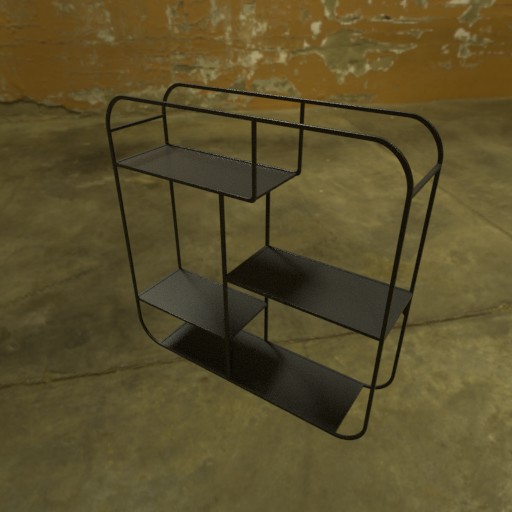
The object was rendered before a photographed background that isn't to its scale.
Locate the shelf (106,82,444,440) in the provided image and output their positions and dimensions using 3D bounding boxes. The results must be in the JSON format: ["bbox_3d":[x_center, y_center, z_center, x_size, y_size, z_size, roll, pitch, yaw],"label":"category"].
[{"bbox_3d":[0.000,0.000,0.902,0.600,0.600,0.160,19,36,28],"label":"shelf"}]
